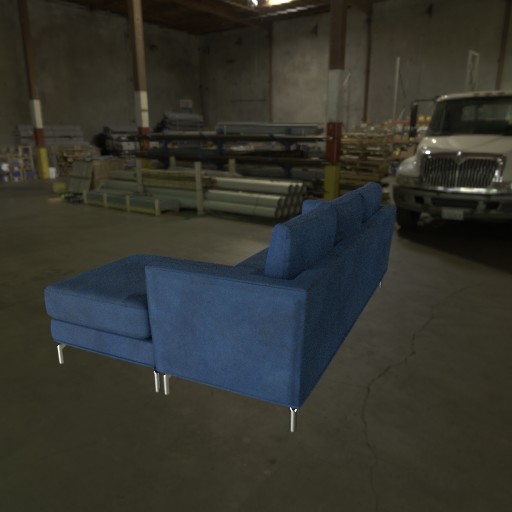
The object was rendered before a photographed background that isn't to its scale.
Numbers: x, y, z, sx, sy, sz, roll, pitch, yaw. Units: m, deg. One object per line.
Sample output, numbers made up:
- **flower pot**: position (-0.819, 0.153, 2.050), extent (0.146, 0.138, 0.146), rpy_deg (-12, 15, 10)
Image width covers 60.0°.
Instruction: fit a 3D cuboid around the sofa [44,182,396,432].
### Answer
- **sofa**: position (0.000, 0.000, 3.271), extent (1.622, 0.987, 2.438), rpy_deg (7, 17, 24)
